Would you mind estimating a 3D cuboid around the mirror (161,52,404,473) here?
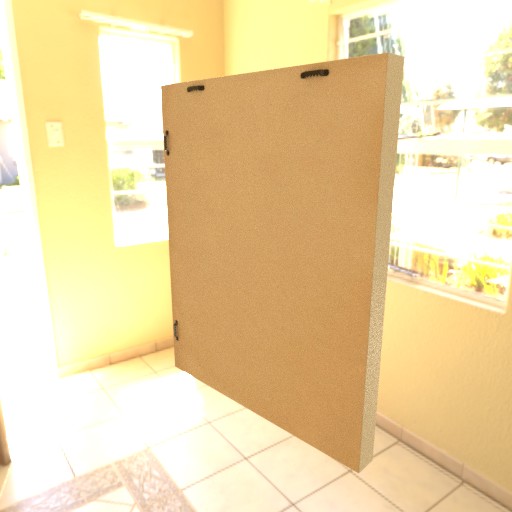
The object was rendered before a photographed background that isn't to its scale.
[{"bbox_3d":[0.000,0.000,0.662,0.405,0.508,0.041,14,20,42],"label":"mirror"}]
